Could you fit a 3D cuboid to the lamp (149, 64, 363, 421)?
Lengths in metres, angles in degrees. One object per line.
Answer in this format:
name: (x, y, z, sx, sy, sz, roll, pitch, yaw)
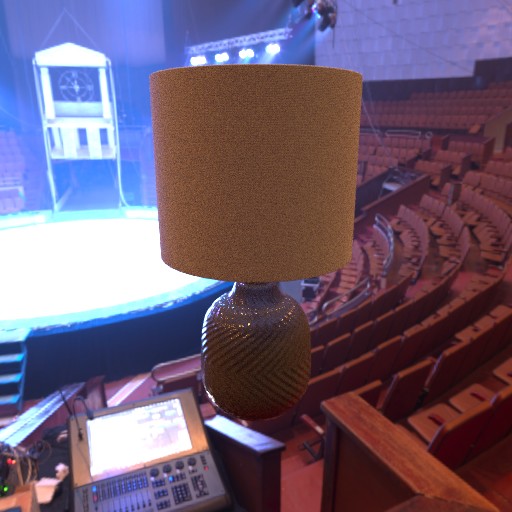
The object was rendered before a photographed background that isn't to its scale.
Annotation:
lamp: (0.000, 0.000, 0.489, 0.207, 0.366, 0.207, -8, 18, -26)
